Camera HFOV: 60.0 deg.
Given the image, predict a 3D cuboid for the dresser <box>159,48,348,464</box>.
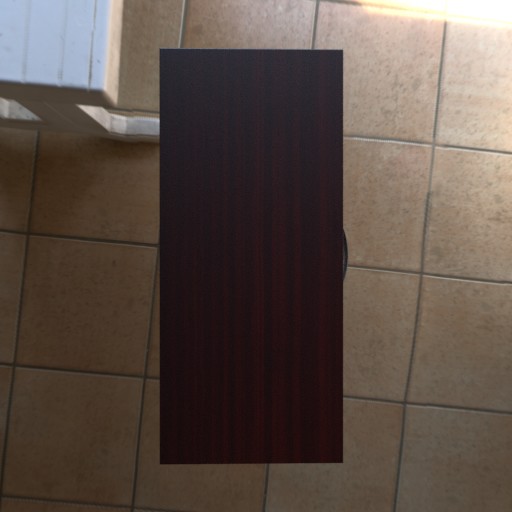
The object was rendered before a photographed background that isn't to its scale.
[{"bbox_3d":[0.000,0.000,1.160,0.360,0.720,0.750,0,90,-1],"label":"dresser"}]
